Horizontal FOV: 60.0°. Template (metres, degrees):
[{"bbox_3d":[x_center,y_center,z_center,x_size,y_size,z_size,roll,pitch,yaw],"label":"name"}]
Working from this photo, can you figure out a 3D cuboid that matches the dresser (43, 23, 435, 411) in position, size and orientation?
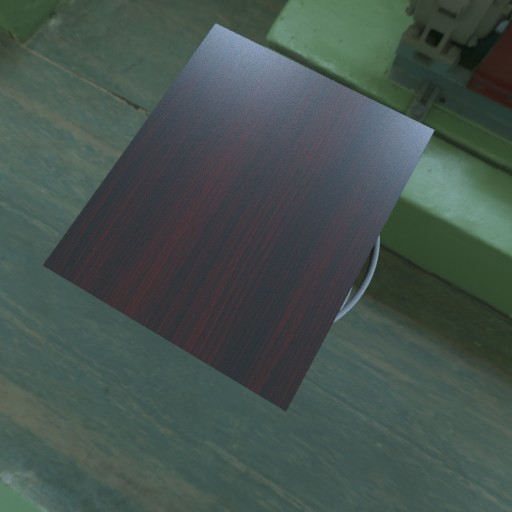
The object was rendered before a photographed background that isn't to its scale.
[{"bbox_3d":[0.000,0.000,0.823,0.360,0.560,0.400,29,77,7],"label":"dresser"}]
